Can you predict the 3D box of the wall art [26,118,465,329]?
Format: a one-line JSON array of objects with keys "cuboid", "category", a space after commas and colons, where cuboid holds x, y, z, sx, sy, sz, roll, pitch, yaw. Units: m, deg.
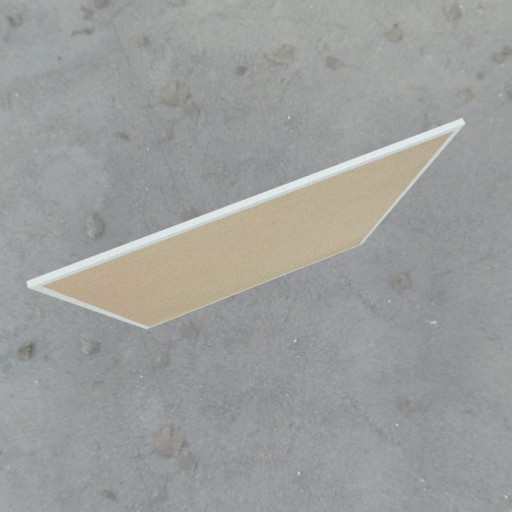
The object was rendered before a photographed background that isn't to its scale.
[{"cuboid": [0.000, 0.000, 1.157, 0.809, 0.809, 0.012, -21, 77, -5], "category": "wall art"}]
